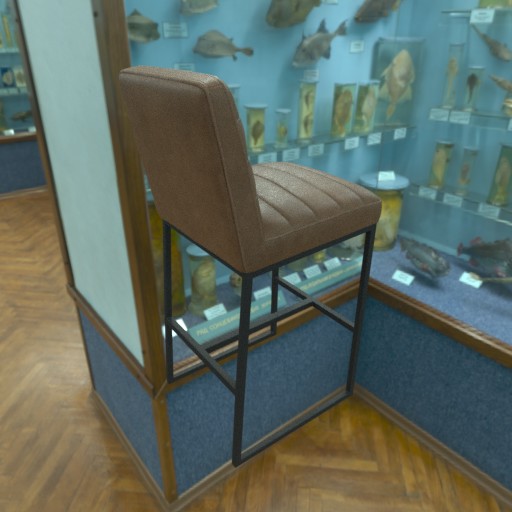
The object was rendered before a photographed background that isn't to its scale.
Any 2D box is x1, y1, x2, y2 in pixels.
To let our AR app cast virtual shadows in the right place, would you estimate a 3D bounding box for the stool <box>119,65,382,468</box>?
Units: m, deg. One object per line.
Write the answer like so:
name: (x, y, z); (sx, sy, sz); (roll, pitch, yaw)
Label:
stool: (0.000, 0.000, 1.312); (0.556, 1.040, 0.458); (-18, 32, -32)
